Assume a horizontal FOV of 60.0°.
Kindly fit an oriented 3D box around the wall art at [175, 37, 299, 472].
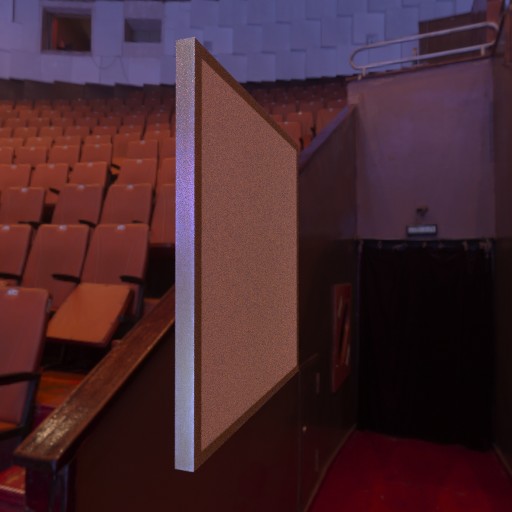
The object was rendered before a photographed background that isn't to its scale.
[{"bbox_3d":[0.000,0.000,1.139,0.037,0.760,0.762,0,-1,19],"label":"wall art"}]
